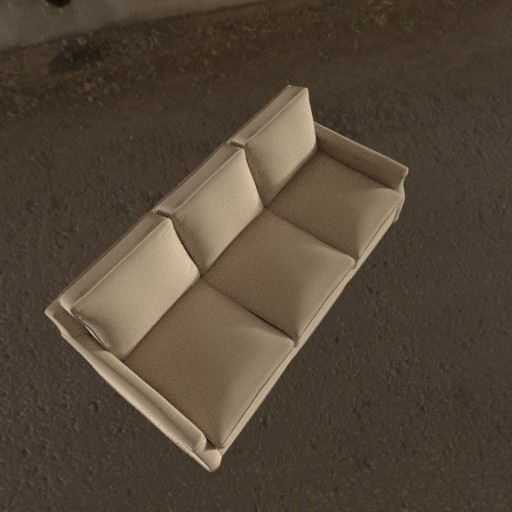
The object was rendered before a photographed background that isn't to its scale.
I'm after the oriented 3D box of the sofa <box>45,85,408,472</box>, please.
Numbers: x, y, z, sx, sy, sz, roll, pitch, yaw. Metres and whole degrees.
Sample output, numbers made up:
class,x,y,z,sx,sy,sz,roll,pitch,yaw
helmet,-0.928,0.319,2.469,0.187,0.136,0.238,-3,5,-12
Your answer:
class,x,y,z,sx,sy,sz,roll,pitch,yaw
sofa,0.000,0.000,2.810,1.084,1.003,2.246,33,64,18
